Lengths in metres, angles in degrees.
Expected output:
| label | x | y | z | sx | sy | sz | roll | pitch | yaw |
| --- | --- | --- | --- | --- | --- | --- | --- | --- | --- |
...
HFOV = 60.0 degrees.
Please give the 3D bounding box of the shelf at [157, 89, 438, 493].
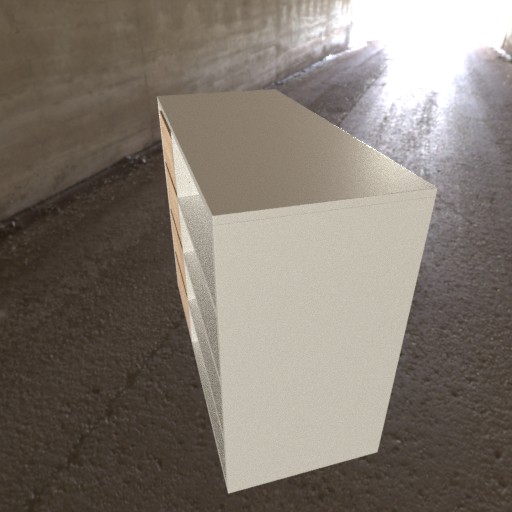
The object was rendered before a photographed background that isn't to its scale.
| label | x | y | z | sx | sy | sz | roll | pitch | yaw |
| --- | --- | --- | --- | --- | --- | --- | --- | --- | --- |
| shelf | 0.000 | 0.000 | 1.276 | 0.396 | 0.732 | 0.895 | -9 | 32 | -14 |
